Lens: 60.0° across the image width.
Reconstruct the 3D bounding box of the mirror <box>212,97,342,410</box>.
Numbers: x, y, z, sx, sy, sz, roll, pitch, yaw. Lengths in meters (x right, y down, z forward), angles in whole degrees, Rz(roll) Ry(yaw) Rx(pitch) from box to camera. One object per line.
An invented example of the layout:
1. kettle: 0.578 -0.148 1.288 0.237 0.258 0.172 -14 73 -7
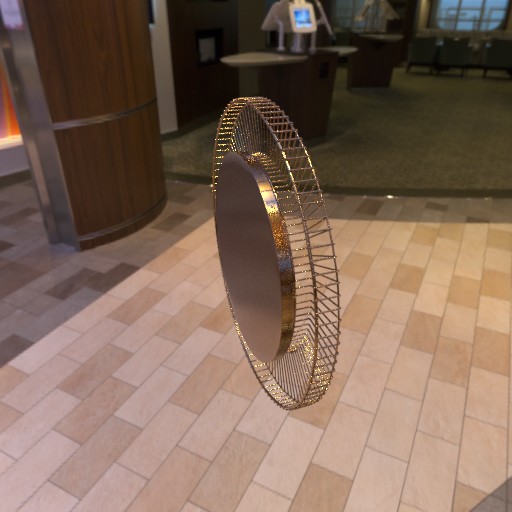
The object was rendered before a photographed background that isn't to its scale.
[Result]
1. mirror: 0.000 0.000 1.044 0.067 0.703 0.703 -10 32 -16
